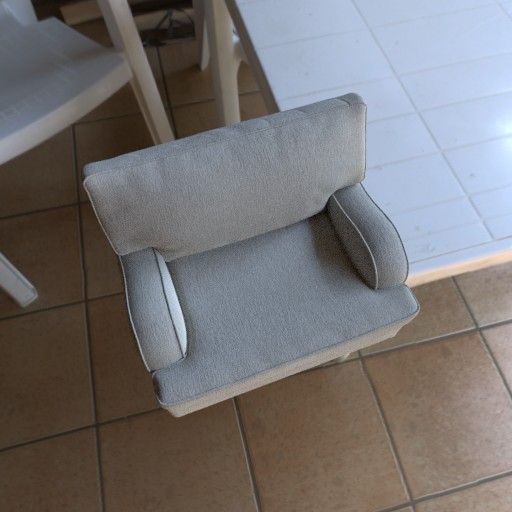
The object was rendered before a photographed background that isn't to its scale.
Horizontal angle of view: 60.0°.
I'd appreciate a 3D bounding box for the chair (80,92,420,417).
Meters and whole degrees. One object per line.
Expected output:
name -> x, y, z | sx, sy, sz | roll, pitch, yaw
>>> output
chair -> 0.000, 0.000, 2.056 | 1.220, 1.016, 1.041 | -18, 64, -9
